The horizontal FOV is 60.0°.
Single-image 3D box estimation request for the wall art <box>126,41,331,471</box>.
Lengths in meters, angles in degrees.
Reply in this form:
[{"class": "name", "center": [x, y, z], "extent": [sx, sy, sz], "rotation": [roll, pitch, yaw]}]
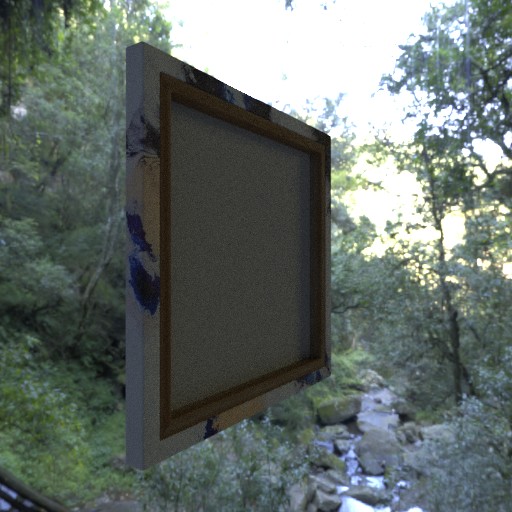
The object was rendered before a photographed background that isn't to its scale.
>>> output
[{"class": "wall art", "center": [0.000, 0.000, 0.884], "extent": [0.039, 0.609, 0.609], "rotation": [0, 0, 35]}]
